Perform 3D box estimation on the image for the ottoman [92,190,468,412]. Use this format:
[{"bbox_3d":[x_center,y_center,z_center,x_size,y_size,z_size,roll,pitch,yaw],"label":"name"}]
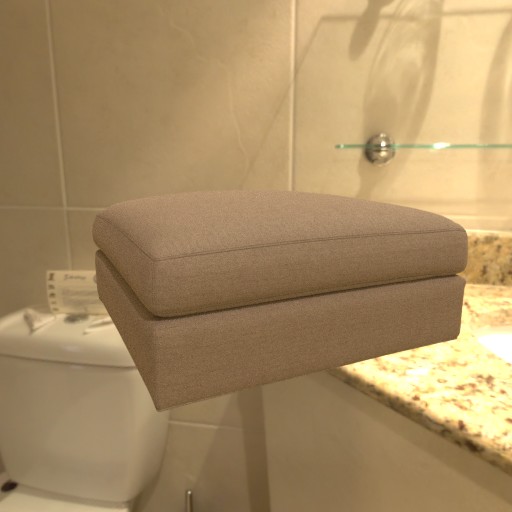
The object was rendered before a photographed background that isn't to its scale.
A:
[{"bbox_3d":[0.000,0.000,1.649,1.041,0.470,1.041,-6,13,-26],"label":"ottoman"}]
